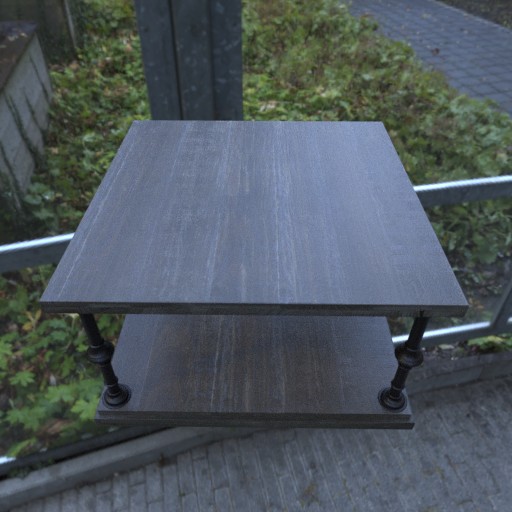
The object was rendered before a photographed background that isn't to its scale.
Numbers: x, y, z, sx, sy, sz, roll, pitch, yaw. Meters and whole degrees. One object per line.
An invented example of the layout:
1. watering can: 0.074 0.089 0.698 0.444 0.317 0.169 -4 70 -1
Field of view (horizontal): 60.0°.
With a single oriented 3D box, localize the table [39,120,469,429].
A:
1. table: 0.000 0.000 1.110 0.696 0.400 0.696 1 41 1
